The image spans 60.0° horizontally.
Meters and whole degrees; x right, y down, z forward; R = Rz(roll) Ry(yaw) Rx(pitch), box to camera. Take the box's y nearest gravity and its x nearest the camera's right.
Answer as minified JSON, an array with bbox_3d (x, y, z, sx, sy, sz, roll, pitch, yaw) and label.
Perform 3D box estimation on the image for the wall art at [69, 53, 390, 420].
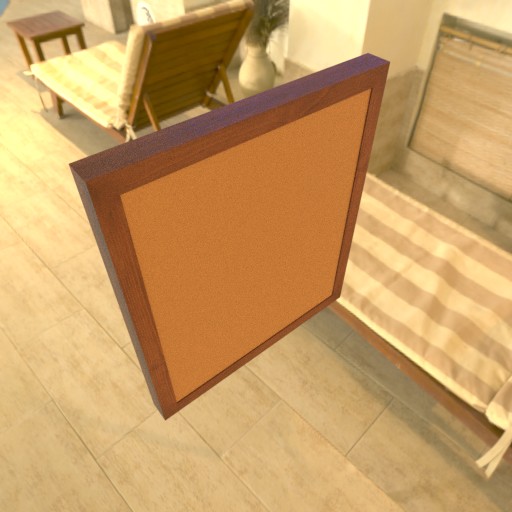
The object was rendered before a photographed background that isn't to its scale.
[{"bbox_3d":[0.000,0.000,0.526,0.330,0.381,0.030,-30,53,-26],"label":"wall art"}]
